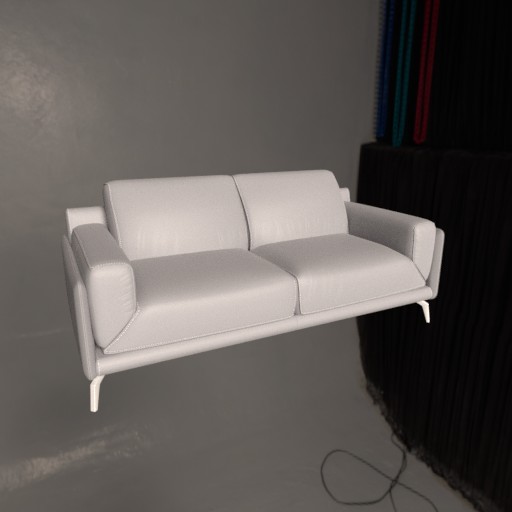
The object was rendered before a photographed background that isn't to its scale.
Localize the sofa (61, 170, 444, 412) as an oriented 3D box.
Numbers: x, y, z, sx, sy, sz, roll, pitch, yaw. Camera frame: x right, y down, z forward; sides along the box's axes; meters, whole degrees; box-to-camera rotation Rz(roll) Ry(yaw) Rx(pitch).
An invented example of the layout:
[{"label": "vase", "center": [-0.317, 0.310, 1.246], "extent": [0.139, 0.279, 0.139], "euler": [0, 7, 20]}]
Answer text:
[{"label": "sofa", "center": [0.000, 0.000, 2.633], "extent": [2.100, 0.900, 0.969], "euler": [-8, 18, -26]}]
